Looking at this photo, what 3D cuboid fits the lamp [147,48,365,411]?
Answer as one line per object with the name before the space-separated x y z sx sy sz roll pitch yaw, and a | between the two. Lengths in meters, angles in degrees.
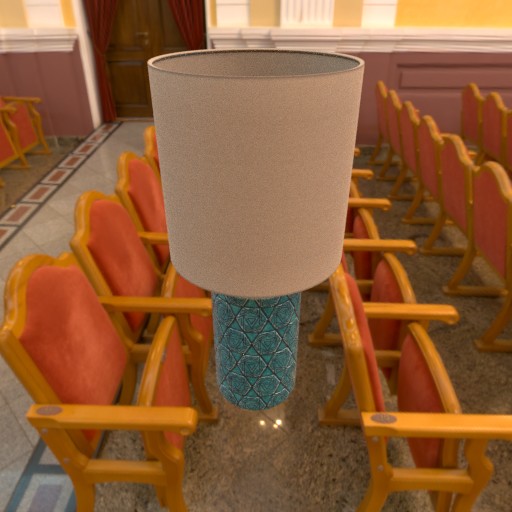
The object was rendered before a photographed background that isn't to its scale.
lamp | 0.000 0.000 0.732 0.278 0.597 0.278 1 31 1
